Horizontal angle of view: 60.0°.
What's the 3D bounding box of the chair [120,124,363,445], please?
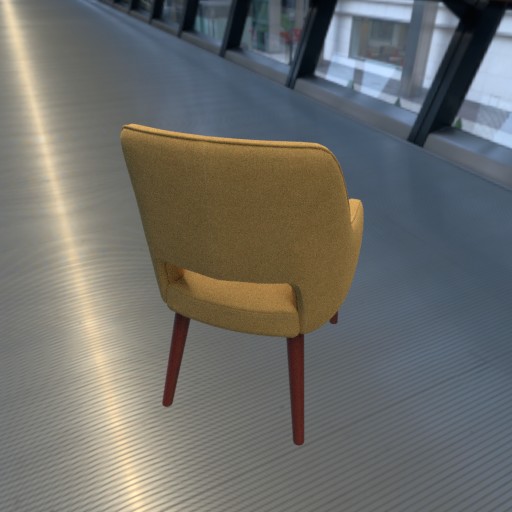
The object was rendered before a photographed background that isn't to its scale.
[{"bbox_3d":[0.000,0.000,1.241,0.548,0.849,0.605,10,34,15],"label":"chair"}]
